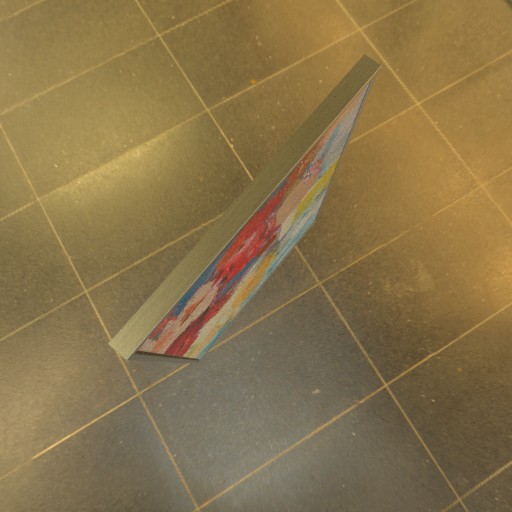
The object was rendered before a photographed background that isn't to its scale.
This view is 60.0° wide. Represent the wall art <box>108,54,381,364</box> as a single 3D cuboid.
[{"bbox_3d":[0.000,0.000,0.767,0.025,0.569,0.444,38,79,9],"label":"wall art"}]
